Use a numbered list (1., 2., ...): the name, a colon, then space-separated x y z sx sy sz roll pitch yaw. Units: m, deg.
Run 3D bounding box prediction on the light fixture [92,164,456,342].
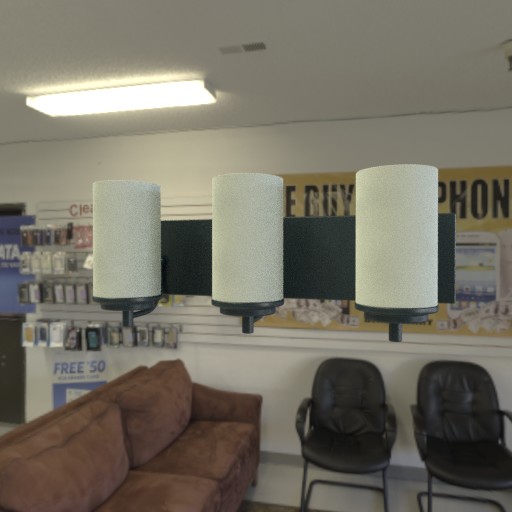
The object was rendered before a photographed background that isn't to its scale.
1. light fixture: 0.000 0.000 0.527 0.451 0.172 0.145 0 1 17
